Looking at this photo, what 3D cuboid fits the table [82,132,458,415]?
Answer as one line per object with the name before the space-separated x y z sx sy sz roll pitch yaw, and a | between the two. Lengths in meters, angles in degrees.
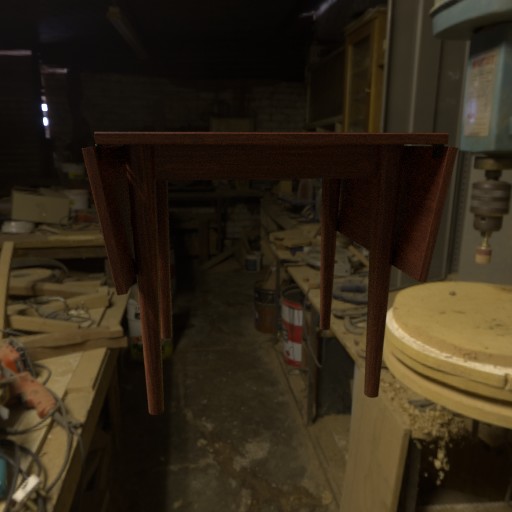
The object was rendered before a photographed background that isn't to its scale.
table | 0.000 0.000 1.450 0.843 0.763 0.812 -2 15 -7
